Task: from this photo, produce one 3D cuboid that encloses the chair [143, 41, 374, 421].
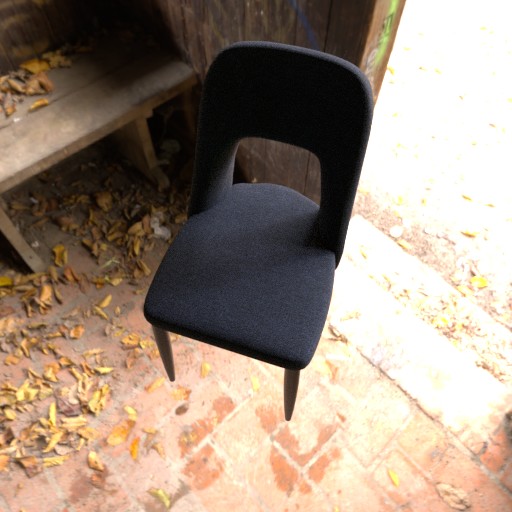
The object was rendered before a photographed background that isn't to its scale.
[{"bbox_3d":[0.000,0.000,1.257,0.470,0.931,0.612,16,59,10],"label":"chair"}]
